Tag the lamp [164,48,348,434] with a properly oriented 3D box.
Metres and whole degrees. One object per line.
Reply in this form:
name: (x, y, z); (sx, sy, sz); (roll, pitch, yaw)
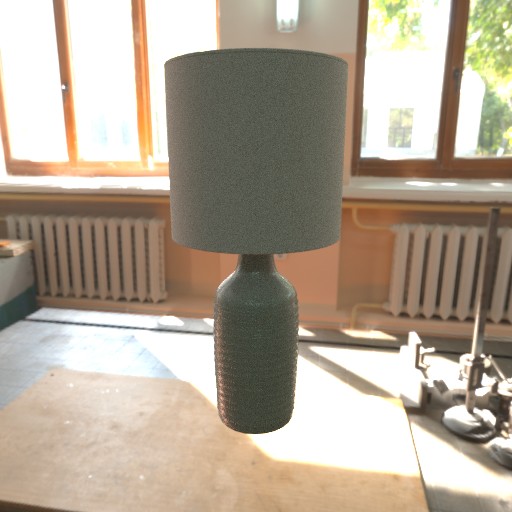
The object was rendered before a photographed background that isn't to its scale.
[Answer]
lamp: (0.000, 0.000, 0.598); (0.220, 0.475, 0.220); (-13, 19, -43)
